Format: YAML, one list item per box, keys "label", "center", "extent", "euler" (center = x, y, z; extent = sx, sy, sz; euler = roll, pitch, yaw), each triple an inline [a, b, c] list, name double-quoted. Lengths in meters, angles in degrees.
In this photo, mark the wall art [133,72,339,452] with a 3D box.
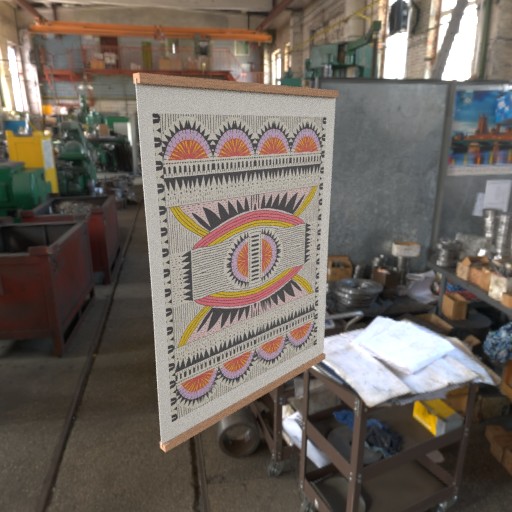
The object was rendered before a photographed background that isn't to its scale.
- label: "wall art"
  center: [0.000, 0.000, 1.398]
  extent: [0.765, 1.016, 0.028]
  euler: [-16, 22, -42]
